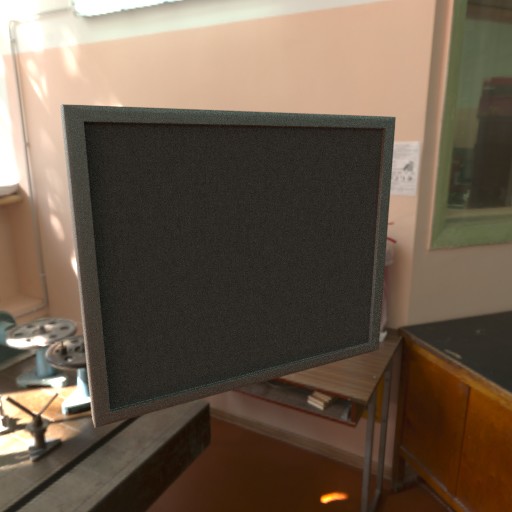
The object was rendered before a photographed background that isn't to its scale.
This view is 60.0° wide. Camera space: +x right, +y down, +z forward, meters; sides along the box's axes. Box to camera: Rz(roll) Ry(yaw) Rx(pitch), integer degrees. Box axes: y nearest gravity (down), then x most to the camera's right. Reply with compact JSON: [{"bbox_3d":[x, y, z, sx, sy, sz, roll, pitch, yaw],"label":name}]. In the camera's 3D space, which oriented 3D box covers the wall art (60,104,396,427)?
[{"bbox_3d":[0.000,0.000,0.740,0.556,0.457,0.028,-7,16,-27],"label":"wall art"}]
